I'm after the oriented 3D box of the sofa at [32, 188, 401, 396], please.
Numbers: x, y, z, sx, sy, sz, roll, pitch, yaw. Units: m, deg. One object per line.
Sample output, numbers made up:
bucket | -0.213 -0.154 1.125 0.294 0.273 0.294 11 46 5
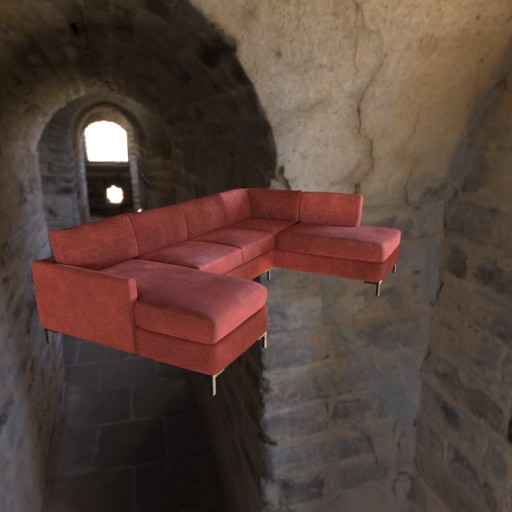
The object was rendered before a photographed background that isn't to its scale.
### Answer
sofa | 0.000 0.000 3.909 1.981 0.858 2.971 8 18 27
